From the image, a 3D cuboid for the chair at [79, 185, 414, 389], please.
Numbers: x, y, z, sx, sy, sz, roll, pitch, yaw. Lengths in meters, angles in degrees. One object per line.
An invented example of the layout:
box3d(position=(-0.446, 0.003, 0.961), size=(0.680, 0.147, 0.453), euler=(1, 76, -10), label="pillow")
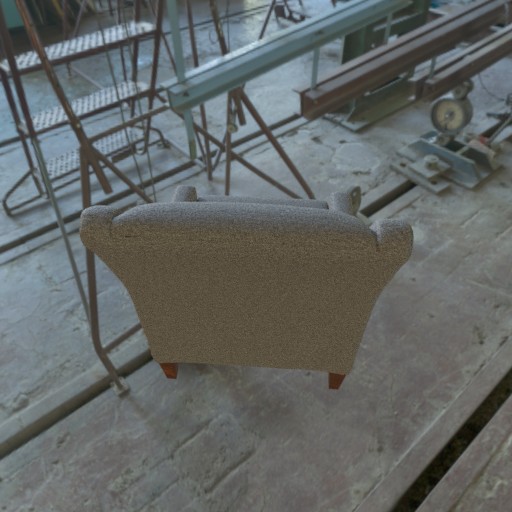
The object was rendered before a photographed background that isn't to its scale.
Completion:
box3d(position=(0.000, 0.000, 1.612), size=(0.774, 1.016, 0.870), euler=(3, 46, 3), label="chair")
